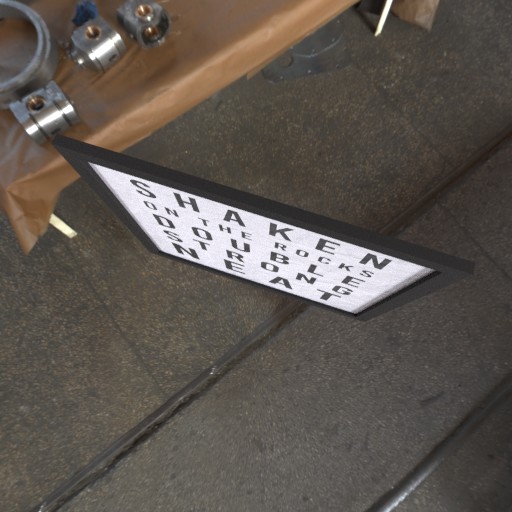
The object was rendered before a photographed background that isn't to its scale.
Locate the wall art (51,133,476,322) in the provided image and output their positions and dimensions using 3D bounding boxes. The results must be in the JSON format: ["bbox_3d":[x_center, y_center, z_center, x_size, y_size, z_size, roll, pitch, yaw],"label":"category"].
[{"bbox_3d":[0.000,0.000,0.678,0.456,0.458,0.013,18,76,4],"label":"wall art"}]
